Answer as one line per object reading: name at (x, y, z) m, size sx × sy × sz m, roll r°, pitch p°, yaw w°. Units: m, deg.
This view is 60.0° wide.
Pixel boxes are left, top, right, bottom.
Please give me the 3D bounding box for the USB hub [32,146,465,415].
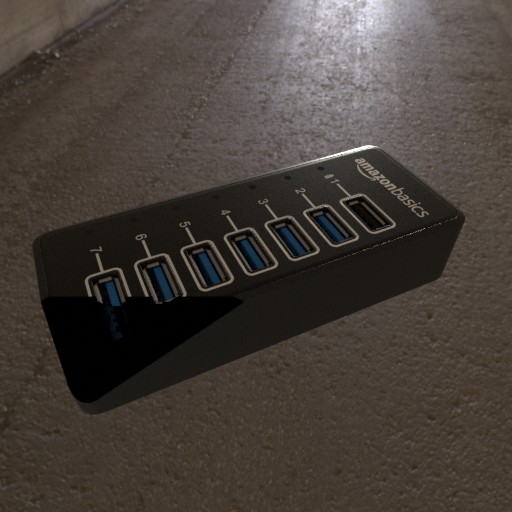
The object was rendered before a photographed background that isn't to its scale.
USB hub at (0.000, 0.000, 0.126) m, size 0.110 × 0.023 × 0.044 m, roll -18°, pitch 47°, yaw -18°
